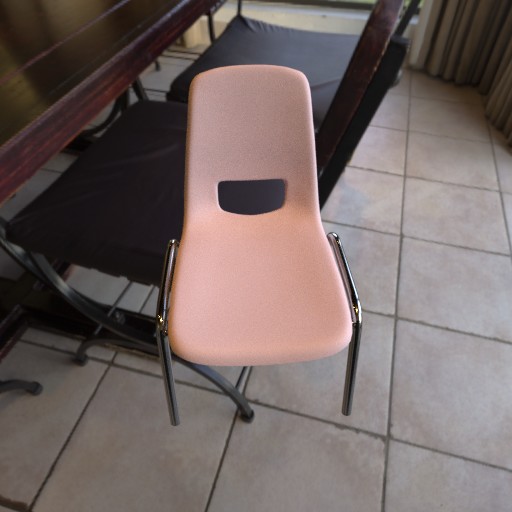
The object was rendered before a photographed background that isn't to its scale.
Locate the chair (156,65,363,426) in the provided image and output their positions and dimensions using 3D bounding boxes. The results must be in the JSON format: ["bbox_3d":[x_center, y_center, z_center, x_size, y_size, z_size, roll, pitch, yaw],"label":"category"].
[{"bbox_3d":[0.000,0.000,0.803,0.354,0.536,0.385,-2,46,-2],"label":"chair"}]
